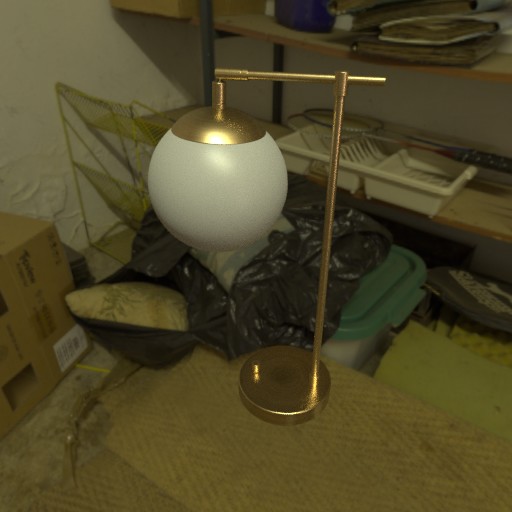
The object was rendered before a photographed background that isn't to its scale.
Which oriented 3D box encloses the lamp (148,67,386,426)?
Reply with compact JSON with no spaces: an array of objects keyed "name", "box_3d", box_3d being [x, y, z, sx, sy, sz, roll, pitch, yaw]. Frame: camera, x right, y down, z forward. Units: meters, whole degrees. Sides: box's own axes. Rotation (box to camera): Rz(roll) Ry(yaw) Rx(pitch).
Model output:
[{"name":"lamp","box_3d":[0.000,0.000,0.707,0.324,0.559,0.207,9,32,15]}]
